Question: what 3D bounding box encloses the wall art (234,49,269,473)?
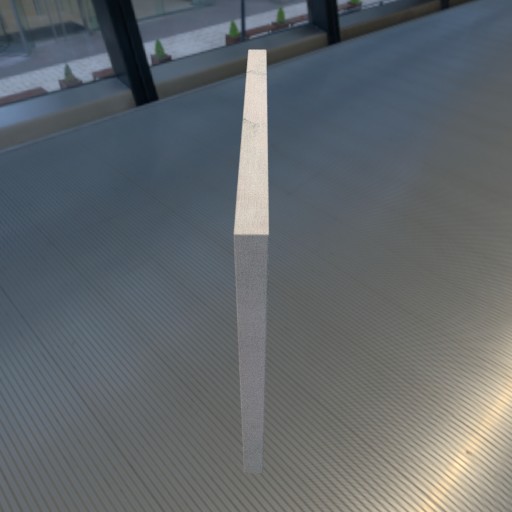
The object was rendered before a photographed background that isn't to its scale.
[{"bbox_3d":[0.000,0.000,0.903,0.040,0.612,0.612,0,42,1],"label":"wall art"}]
